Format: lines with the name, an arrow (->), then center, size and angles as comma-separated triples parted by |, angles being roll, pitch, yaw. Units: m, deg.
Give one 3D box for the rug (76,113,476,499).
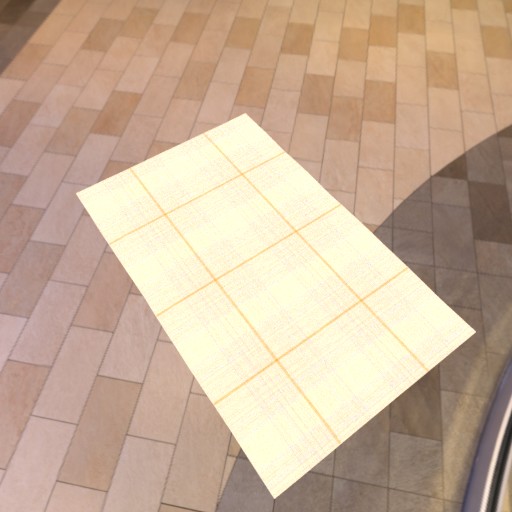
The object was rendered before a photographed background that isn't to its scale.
rug -> 0.000, 0.000, 2.977 | 1.527, 0.016, 2.442 | -31, 62, -18
